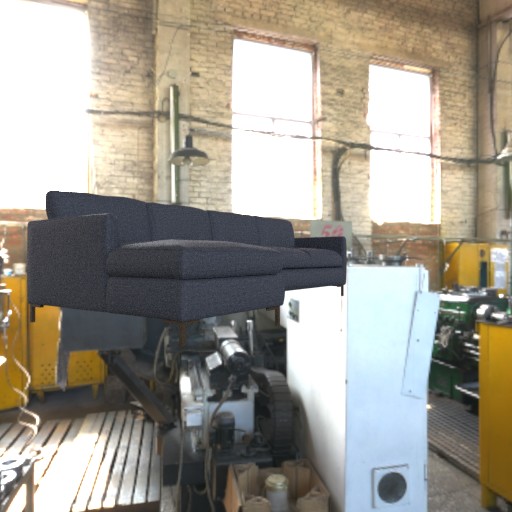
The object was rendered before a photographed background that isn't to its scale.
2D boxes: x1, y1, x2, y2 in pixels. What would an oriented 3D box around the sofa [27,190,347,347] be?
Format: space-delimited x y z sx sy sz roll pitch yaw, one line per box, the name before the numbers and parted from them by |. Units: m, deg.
sofa | 0.000 0.000 2.869 1.125 0.673 2.445 0 0 35
